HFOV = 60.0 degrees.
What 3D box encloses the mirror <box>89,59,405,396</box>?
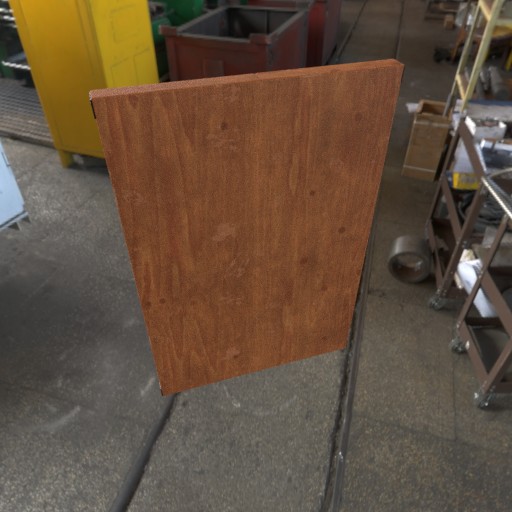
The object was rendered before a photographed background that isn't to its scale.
[{"bbox_3d":[0.000,0.000,0.957,0.517,0.761,0.053,-11,42,-13],"label":"mirror"}]
